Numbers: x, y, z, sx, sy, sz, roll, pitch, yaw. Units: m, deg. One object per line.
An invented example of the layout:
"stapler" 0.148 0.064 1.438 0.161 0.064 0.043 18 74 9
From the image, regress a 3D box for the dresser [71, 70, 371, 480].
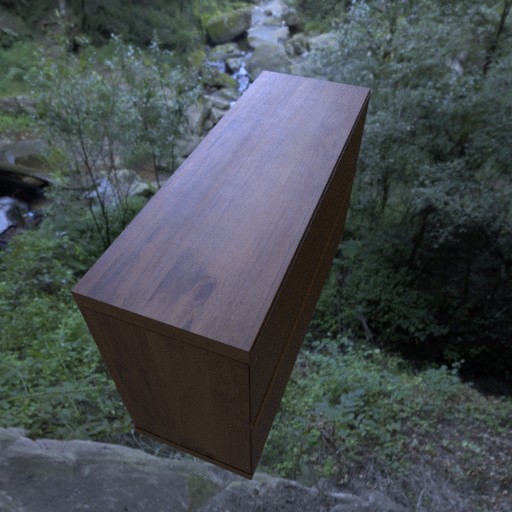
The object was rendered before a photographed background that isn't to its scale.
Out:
"dresser" 0.000 0.000 1.663 0.479 0.825 1.261 16 48 15
